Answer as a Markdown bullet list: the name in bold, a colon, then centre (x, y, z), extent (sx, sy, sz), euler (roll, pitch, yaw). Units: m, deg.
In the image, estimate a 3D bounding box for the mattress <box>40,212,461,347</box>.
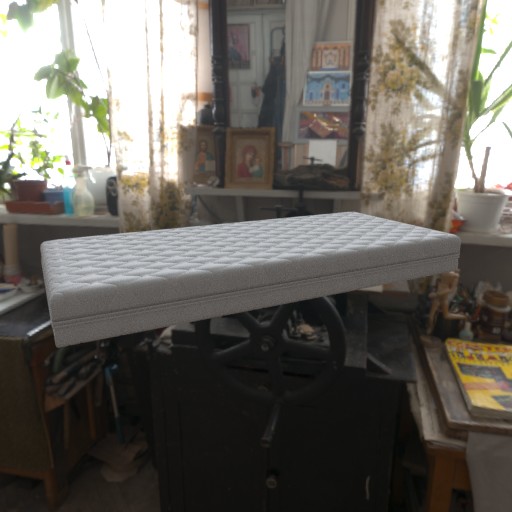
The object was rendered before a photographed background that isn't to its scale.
- **mattress**: centre (0.000, 0.000, 2.312), extent (2.000, 0.200, 0.900), euler (-8, 17, -26)
